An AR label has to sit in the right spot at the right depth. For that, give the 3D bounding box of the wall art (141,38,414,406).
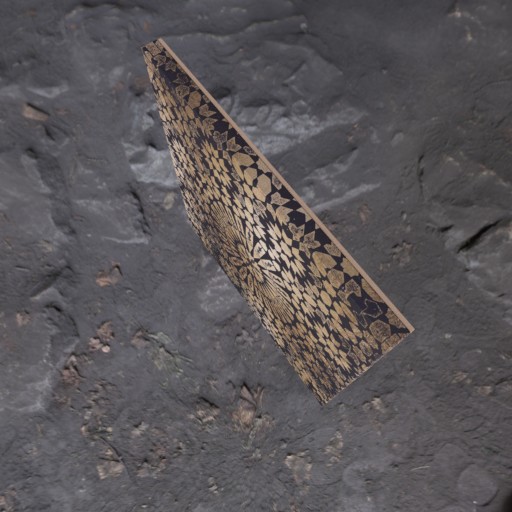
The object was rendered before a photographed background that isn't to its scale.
[{"bbox_3d":[0.000,0.000,0.908,0.038,0.612,0.612,-32,69,-14],"label":"wall art"}]
